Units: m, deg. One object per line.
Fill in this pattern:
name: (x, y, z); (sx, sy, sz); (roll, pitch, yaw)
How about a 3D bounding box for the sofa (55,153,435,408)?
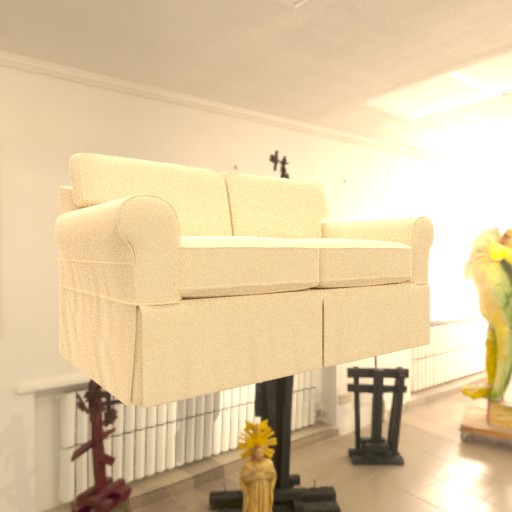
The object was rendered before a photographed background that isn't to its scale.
sofa: (0.000, 0.000, 2.217); (1.727, 0.940, 0.991); (-1, 1, -37)
